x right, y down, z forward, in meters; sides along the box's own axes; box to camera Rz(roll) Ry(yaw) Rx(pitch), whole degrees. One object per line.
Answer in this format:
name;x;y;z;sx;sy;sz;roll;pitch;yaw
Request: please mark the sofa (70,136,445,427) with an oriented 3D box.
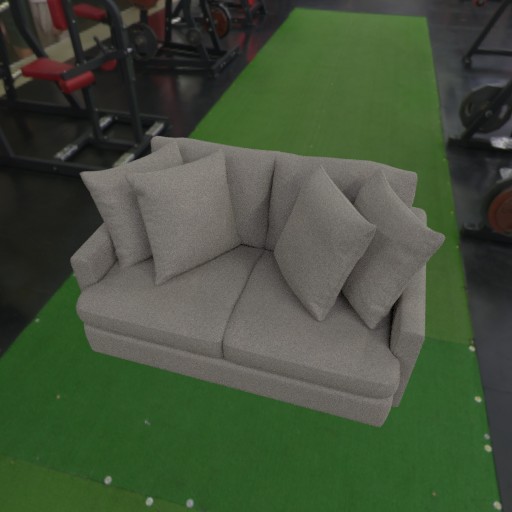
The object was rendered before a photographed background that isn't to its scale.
sofa;0.000;0.000;2.594;1.869;1.080;1.228;11;42;13
